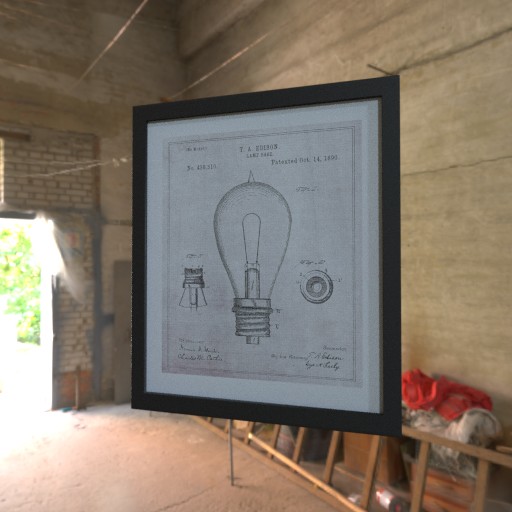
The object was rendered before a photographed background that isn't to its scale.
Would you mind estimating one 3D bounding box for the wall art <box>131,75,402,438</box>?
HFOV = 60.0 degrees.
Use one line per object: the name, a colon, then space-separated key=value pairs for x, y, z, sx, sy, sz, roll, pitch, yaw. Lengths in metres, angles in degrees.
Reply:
wall art: x=0.000 y=0.000 z=0.693 sx=0.430 sy=0.509 sz=0.021 roll=0 pitch=-1 yaw=17
